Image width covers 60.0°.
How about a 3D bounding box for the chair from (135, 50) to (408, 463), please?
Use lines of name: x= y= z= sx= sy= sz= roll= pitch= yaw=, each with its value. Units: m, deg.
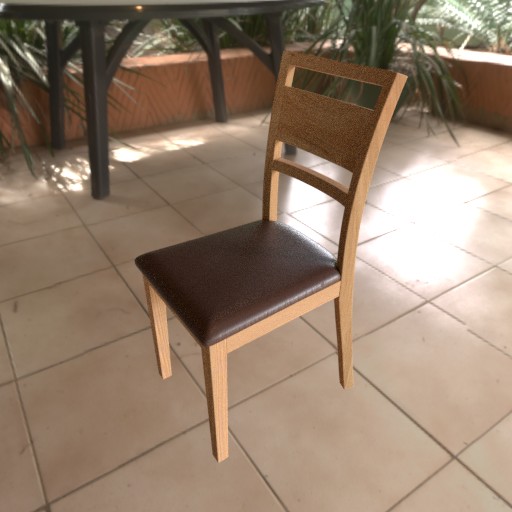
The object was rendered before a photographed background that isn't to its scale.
chair: x=0.000 y=0.000 z=1.197 sx=0.545 sy=0.940 sz=0.420 roll=-20 pitch=38 yaw=-29
